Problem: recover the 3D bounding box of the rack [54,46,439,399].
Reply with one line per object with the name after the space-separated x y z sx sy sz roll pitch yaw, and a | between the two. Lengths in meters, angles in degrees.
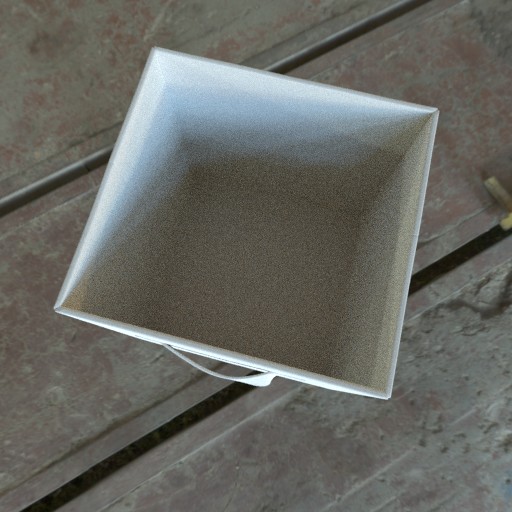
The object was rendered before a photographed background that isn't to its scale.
0.000 0.000 0.498 0.270 0.280 0.270 14 75 4 | rack
